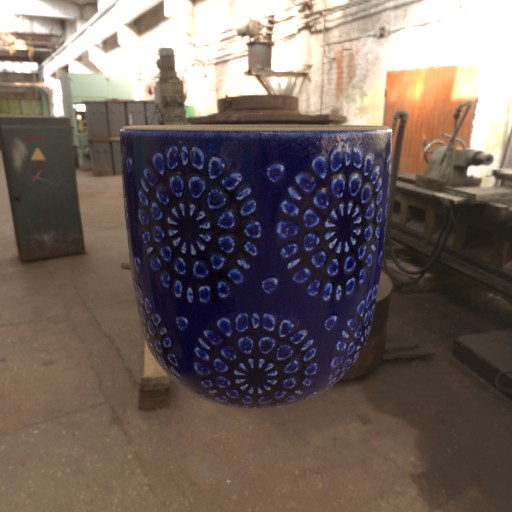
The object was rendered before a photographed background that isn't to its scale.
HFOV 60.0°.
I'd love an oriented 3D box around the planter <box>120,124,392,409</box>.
[{"bbox_3d":[0.000,0.000,0.198,0.109,0.112,0.109,0,17,0],"label":"planter"}]
